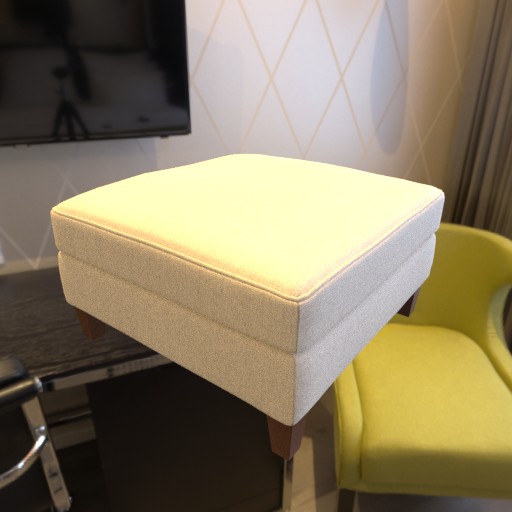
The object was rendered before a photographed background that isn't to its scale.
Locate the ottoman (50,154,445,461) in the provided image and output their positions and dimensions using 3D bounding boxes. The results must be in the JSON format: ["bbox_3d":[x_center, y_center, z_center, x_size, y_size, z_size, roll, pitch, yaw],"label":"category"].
[{"bbox_3d":[0.000,0.000,1.344,0.838,0.478,0.838,18,30,34],"label":"ottoman"}]
